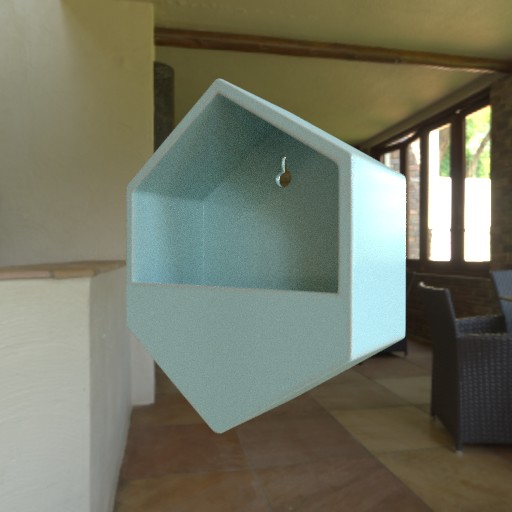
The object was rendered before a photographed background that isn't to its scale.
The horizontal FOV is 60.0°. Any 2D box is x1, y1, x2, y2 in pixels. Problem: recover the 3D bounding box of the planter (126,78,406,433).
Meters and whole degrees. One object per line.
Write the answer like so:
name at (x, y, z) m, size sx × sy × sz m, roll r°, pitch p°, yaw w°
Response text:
planter at (0.000, 0.000, 0.288) m, size 0.169 × 0.207 × 0.078 m, roll 0°, pitch 0°, yaw 37°
